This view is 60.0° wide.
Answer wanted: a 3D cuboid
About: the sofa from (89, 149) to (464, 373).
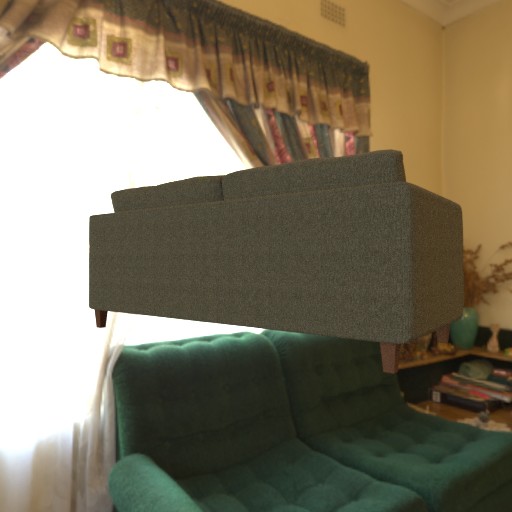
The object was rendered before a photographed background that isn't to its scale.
[{"bbox_3d":[0.000,0.000,2.737,2.208,0.965,0.948,0,-1,37],"label":"sofa"}]
